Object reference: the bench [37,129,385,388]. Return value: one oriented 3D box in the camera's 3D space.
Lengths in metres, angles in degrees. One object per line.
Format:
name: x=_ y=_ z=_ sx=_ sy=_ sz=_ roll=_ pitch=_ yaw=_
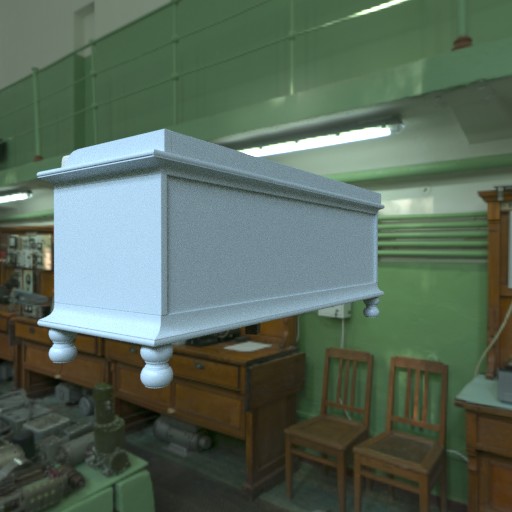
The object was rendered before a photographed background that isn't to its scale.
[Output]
bench: x=0.000 y=0.000 z=1.393 sx=0.402 sy=0.486 sz=1.185 roll=0 pitch=1 yaw=36
